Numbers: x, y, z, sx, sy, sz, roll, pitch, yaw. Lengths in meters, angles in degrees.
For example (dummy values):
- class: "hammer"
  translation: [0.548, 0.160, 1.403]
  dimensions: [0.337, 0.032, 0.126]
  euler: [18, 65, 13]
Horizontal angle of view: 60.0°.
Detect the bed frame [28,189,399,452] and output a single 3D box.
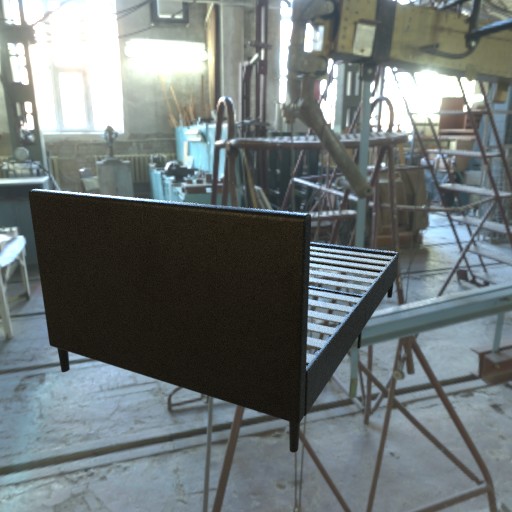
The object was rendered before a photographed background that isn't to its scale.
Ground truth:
- class: "bed frame"
  translation: [0.000, 0.000, 3.220]
  dimensions: [1.634, 1.127, 2.318]
  euler: [8, 18, 26]
